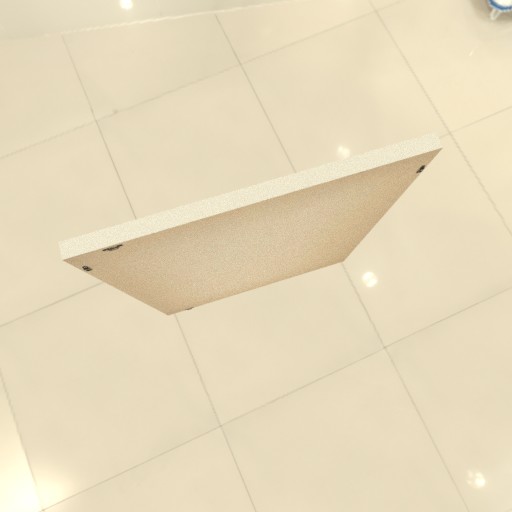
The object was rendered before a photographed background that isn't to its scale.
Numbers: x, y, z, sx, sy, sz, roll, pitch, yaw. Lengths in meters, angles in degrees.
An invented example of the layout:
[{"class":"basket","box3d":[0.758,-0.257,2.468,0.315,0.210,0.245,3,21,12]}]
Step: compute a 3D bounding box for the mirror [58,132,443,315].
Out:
[{"class":"mirror","box3d":[0.000,0.000,1.344,0.762,1.016,0.041,-17,77,-4]}]
